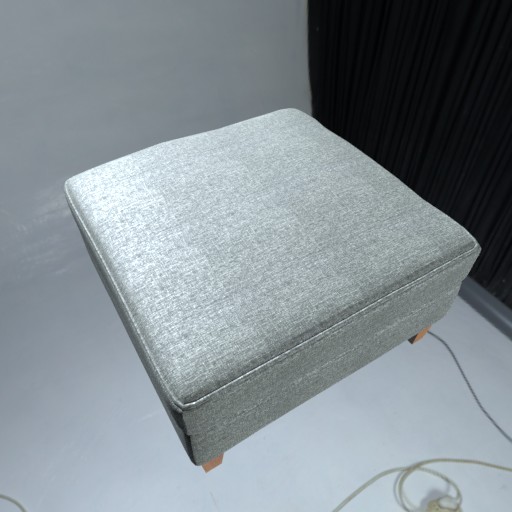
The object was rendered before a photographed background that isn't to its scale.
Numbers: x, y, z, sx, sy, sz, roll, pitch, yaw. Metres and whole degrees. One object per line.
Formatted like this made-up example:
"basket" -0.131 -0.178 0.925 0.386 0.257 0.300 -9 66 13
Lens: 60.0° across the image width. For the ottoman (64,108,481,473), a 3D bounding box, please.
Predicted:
"ottoman" 0.000 0.000 1.308 0.838 0.481 0.838 -24 51 -21
